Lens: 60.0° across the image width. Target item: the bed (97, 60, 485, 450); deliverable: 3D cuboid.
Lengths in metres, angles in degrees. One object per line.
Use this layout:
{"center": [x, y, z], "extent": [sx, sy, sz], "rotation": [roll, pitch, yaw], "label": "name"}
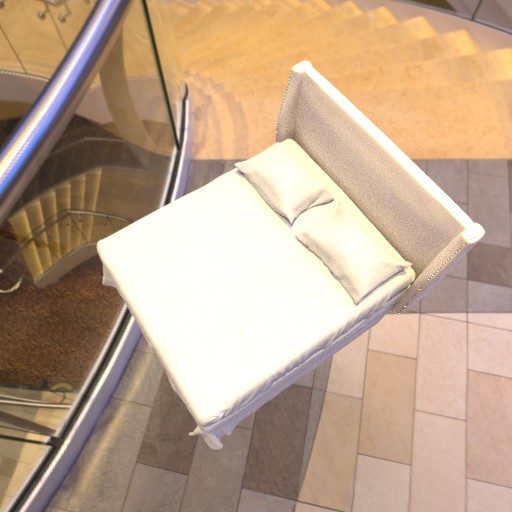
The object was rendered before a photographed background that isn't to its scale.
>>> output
{"center": [0.000, 0.000, 3.456], "extent": [2.276, 1.332, 1.925], "rotation": [-31, 68, -14], "label": "bed"}
